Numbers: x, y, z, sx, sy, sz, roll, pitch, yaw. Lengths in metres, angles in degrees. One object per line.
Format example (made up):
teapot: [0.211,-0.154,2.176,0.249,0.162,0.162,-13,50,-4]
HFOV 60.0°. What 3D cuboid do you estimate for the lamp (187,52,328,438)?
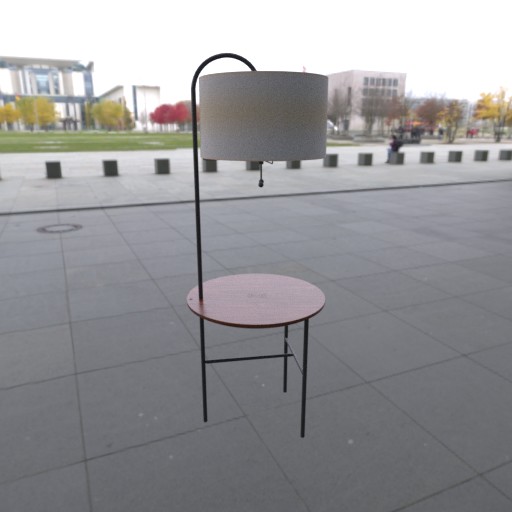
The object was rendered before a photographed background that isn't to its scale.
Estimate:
lamp: [0.000,0.000,1.805,0.573,1.517,0.573,0,16,0]
